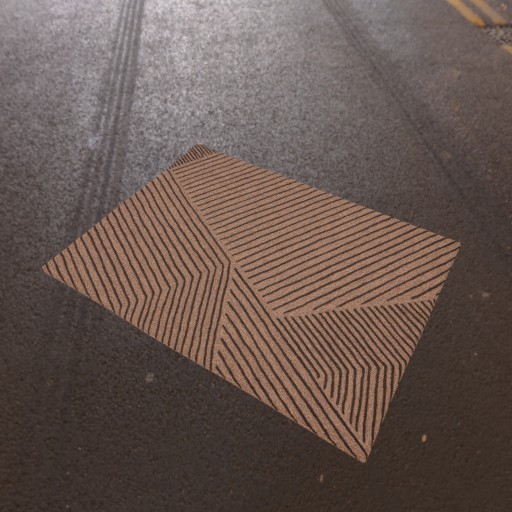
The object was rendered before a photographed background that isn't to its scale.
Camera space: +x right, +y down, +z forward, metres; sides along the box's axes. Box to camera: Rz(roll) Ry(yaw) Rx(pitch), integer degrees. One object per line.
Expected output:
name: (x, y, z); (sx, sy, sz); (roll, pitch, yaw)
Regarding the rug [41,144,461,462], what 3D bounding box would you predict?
rug: (0.000, 0.000, 3.200); (2.449, 0.028, 1.829); (25, 52, 21)
